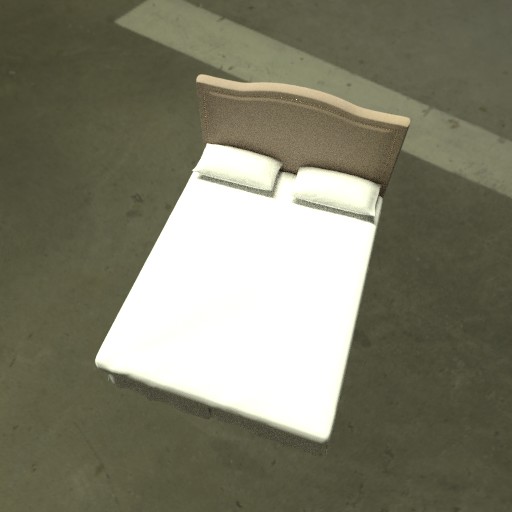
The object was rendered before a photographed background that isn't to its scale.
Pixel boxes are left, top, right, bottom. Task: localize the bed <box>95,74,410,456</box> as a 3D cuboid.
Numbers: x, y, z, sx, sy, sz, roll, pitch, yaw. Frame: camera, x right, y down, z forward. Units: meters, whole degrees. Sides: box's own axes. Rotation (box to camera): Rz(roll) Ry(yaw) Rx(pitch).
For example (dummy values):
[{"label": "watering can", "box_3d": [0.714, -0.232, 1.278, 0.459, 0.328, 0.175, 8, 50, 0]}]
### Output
[{"label": "bed", "box_3d": [0.000, 0.000, 3.414, 1.821, 1.436, 2.282, 15, 60, 9]}]
